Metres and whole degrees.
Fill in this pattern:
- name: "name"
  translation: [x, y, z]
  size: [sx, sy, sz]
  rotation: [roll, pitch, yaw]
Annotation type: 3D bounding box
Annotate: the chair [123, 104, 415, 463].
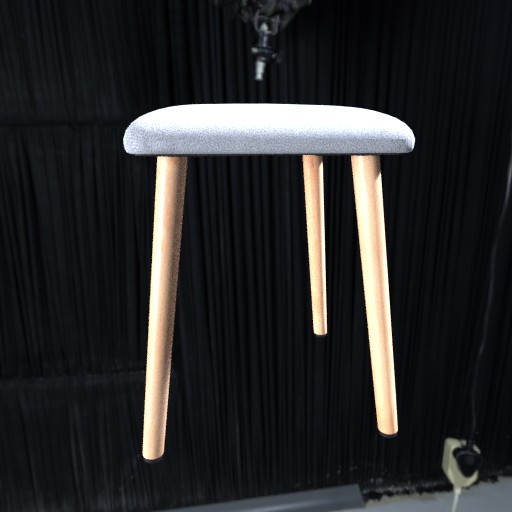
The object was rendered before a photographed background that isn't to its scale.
- name: "chair"
  translation: [0.000, 0.000, 0.688]
  size: [0.350, 0.440, 0.350]
  rotation: [-2, 15, -9]
